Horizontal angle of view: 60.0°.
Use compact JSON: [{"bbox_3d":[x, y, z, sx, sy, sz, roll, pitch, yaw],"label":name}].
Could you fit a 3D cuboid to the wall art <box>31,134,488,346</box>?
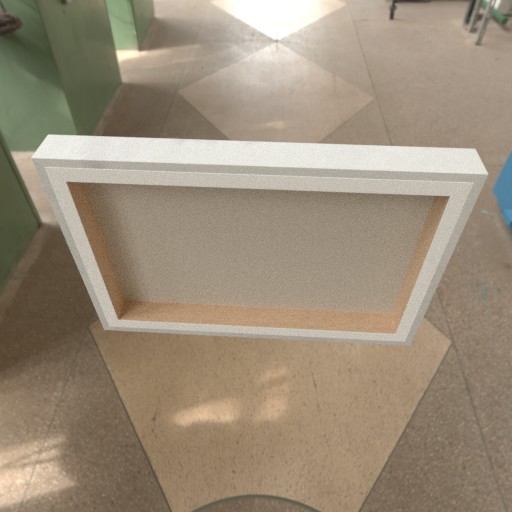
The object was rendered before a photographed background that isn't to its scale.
[{"bbox_3d":[0.000,0.000,0.472,0.381,0.254,0.038,3,46,2],"label":"wall art"}]
